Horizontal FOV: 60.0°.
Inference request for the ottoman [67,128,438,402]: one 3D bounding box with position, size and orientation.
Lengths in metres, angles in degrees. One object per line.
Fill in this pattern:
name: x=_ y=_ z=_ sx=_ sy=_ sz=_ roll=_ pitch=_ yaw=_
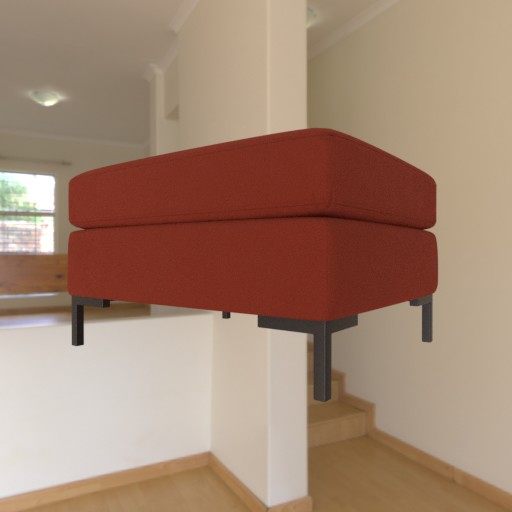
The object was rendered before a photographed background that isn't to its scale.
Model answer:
ottoman: x=0.000 y=0.000 z=1.169 sx=0.782 sy=0.462 sz=0.650 roll=0 pitch=0 yaw=37
